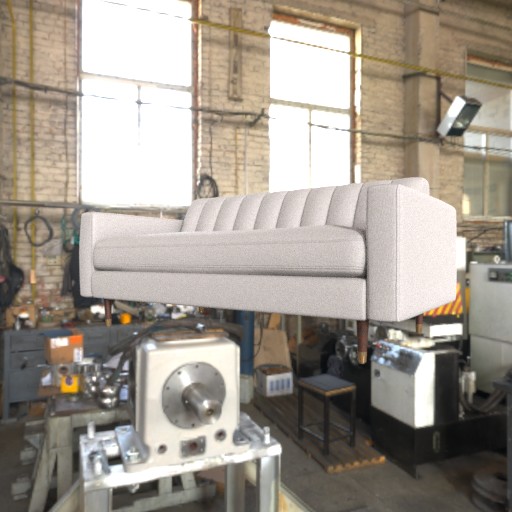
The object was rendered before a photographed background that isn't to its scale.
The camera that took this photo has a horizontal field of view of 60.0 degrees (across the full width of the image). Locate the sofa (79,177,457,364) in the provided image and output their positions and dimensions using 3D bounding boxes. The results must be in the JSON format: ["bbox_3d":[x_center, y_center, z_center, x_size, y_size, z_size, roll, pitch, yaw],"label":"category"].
[{"bbox_3d":[0.000,0.000,2.432,1.895,0.814,0.969,0,0,35],"label":"sofa"}]
